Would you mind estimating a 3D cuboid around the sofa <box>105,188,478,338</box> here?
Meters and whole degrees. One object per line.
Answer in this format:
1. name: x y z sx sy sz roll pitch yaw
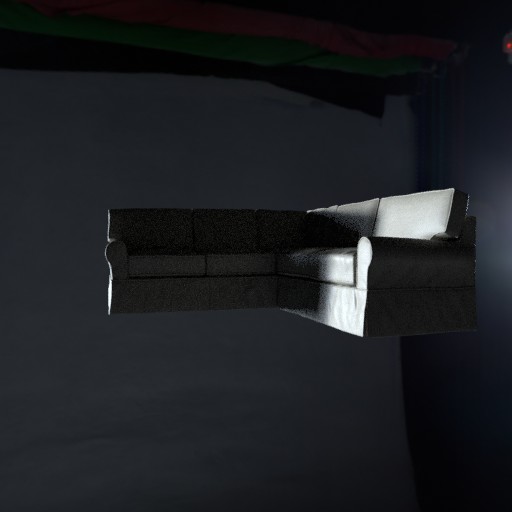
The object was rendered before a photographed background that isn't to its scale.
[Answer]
1. sofa: 0.000 0.000 4.063 2.618 1.081 2.623 0 1 -19
